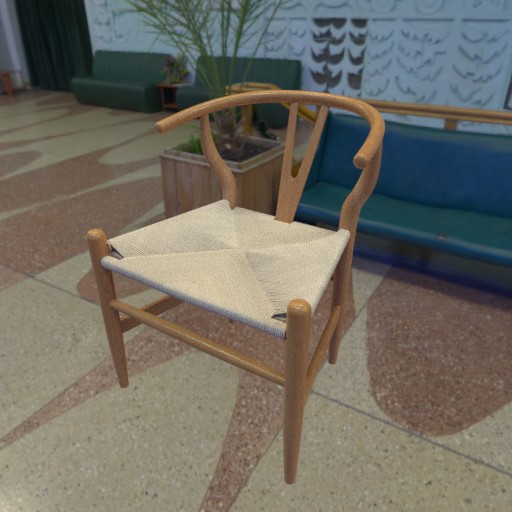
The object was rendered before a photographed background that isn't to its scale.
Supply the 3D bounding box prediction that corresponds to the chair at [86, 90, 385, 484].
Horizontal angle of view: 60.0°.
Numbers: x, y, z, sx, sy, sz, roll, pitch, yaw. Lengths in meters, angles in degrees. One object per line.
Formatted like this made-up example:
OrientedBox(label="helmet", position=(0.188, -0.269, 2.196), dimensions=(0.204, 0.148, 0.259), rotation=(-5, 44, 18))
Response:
OrientedBox(label="chair", position=(0.000, 0.000, 1.133), dimensions=(0.569, 0.730, 0.579), rotation=(17, 33, 29))
